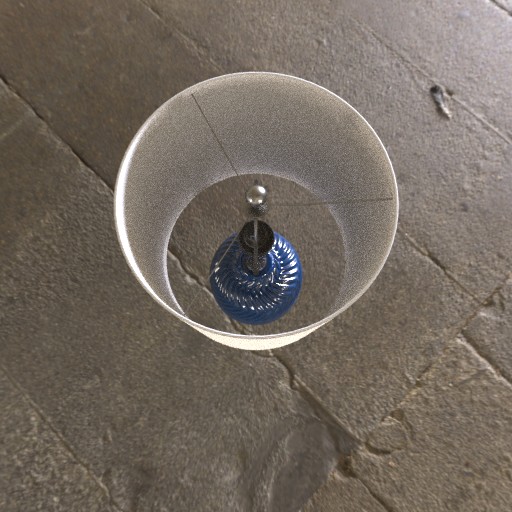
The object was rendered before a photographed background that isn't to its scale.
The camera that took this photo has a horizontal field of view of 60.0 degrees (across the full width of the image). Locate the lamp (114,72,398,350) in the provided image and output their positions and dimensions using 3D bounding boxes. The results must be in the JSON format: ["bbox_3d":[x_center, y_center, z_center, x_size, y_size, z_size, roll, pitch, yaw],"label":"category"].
[{"bbox_3d":[0.000,0.000,0.489,0.203,0.368,0.203,0,76,0],"label":"lamp"}]
